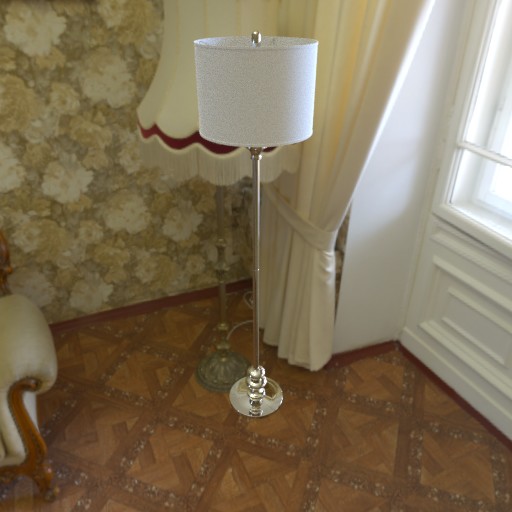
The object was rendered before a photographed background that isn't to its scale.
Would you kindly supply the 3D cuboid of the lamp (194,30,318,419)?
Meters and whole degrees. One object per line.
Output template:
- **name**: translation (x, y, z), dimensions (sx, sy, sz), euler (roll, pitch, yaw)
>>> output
- **lamp**: translation (0.000, 0.000, 1.638), dimensions (0.356, 1.487, 0.356), euler (10, 32, 16)
